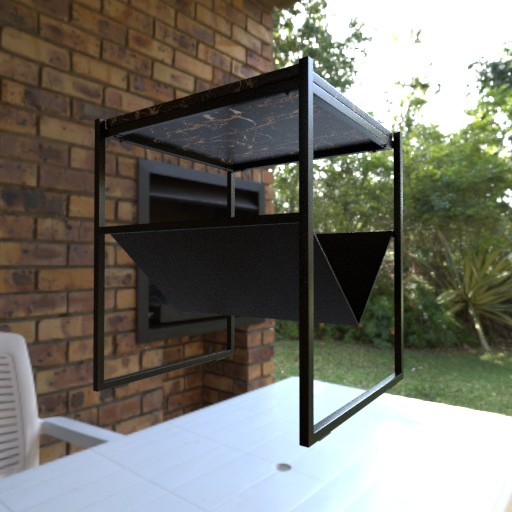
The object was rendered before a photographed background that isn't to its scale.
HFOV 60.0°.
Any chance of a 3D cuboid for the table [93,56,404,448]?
[{"bbox_3d":[0.000,0.000,0.906,0.469,0.534,0.432,-1,-1,35],"label":"table"}]
